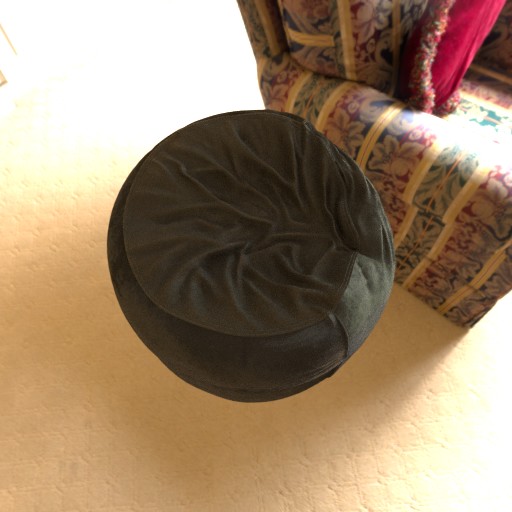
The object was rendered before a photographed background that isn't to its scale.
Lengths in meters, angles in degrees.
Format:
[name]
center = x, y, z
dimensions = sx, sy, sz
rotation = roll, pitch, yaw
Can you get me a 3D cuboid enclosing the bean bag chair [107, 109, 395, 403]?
[bean bag chair]
center = 0.000, 0.000, 1.508
dimensions = 0.918, 0.605, 0.918
rotation = 0, 63, 0
